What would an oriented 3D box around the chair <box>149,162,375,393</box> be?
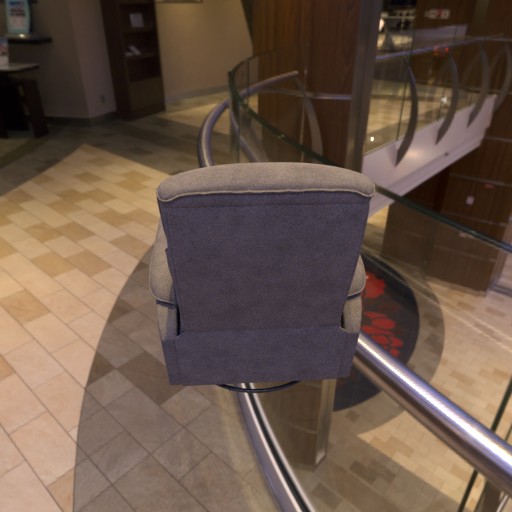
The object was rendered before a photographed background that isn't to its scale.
[{"bbox_3d":[0.000,0.000,1.789,0.830,1.036,1.009,-2,30,-3],"label":"chair"}]
